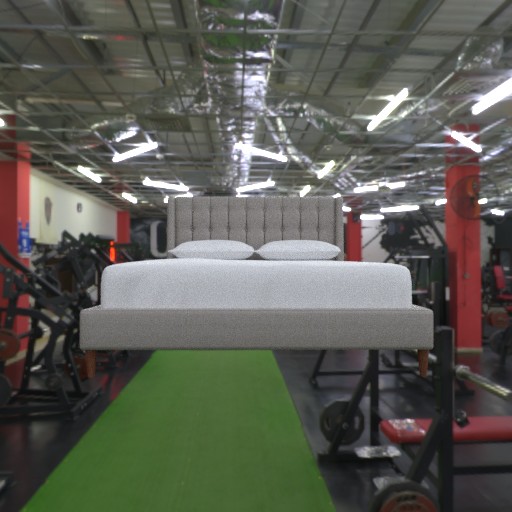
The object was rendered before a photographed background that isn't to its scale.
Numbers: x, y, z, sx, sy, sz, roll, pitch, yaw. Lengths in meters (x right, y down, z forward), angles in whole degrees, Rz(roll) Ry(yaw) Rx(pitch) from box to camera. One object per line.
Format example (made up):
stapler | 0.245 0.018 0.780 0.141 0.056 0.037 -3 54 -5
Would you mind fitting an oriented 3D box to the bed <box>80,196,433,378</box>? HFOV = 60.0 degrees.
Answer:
bed | 0.000 0.000 3.162 1.656 1.147 2.232 0 0 0
